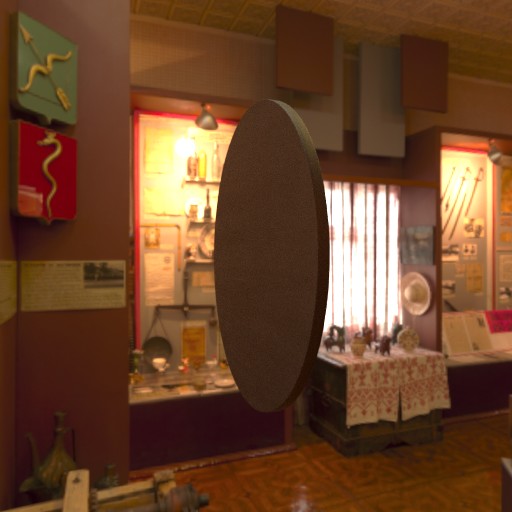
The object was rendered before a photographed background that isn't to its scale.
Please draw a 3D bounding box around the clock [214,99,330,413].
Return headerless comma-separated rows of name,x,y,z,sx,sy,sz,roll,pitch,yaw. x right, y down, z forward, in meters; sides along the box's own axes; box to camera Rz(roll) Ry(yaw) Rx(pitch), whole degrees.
clock,0.000,0.000,0.893,0.029,0.595,0.595,0,0,-19
